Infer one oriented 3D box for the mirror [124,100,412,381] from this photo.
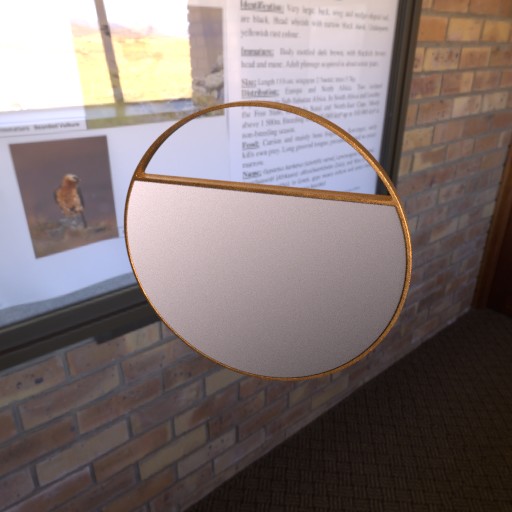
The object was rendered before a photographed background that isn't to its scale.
[{"bbox_3d":[0.000,0.000,0.854,0.565,0.565,0.032,8,26,17],"label":"mirror"}]
